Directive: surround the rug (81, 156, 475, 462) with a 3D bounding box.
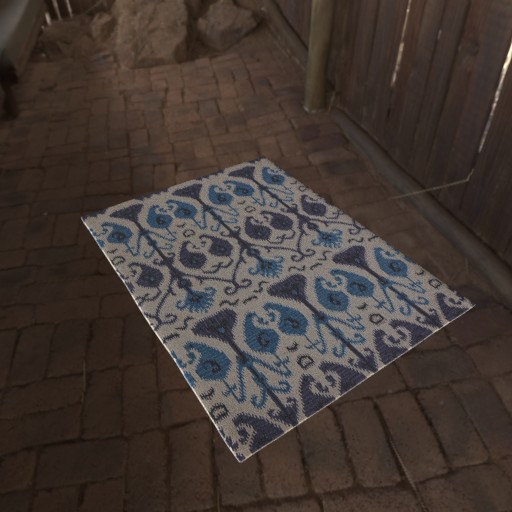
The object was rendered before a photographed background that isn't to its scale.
[{"bbox_3d":[0.000,0.000,4.346,2.443,0.024,3.228,-24,46,-25],"label":"rug"}]
